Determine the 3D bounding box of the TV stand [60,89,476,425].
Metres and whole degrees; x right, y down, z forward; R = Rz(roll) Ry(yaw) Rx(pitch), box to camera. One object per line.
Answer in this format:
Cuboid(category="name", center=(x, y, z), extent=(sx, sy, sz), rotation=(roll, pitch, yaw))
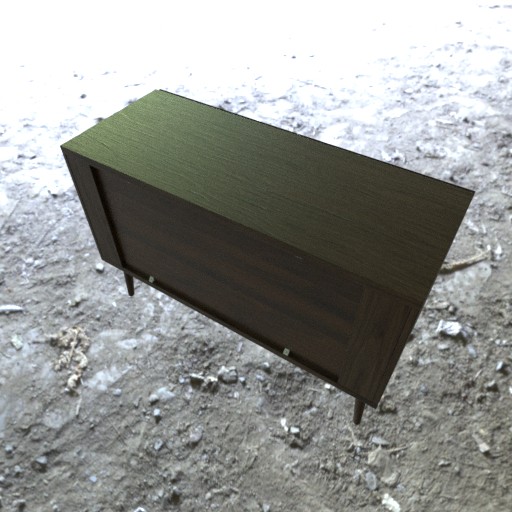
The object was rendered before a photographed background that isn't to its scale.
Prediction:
Cuboid(category="TV stand", center=(0.000, 0.000, 1.361), extent=(0.990, 0.660, 0.405), rotation=(25, 51, 22))
